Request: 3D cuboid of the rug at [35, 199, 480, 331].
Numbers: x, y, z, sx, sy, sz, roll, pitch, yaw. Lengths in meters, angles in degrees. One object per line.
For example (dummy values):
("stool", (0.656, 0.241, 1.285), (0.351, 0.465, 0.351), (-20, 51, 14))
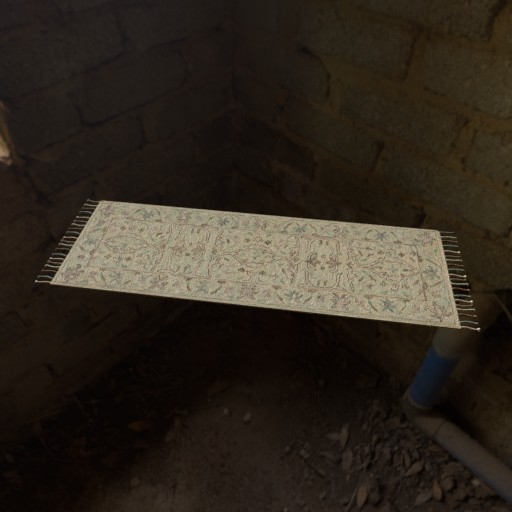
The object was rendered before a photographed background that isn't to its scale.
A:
("rug", (0.000, 0.000, 2.663), (2.440, 0.013, 0.769), (6, 46, 5))
